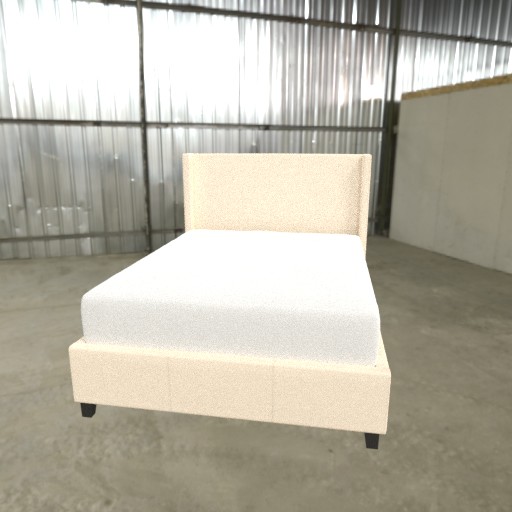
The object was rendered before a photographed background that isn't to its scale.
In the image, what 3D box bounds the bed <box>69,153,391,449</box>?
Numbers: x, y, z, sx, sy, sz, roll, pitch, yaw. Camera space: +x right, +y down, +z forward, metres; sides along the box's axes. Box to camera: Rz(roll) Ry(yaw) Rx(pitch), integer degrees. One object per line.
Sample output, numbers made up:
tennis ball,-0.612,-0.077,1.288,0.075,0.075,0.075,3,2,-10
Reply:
bed,0.000,0.000,3.363,1.765,1.471,2.280,2,14,10
